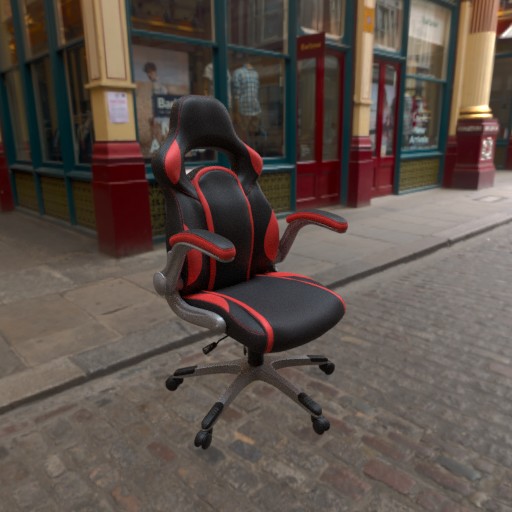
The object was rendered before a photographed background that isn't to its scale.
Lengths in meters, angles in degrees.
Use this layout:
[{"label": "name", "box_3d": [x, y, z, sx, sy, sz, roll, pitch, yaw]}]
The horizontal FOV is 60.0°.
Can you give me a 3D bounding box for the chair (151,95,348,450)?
[{"label": "chair", "box_3d": [0.000, 0.000, 1.646, 0.758, 1.165, 0.712, -14, 21, -43]}]
